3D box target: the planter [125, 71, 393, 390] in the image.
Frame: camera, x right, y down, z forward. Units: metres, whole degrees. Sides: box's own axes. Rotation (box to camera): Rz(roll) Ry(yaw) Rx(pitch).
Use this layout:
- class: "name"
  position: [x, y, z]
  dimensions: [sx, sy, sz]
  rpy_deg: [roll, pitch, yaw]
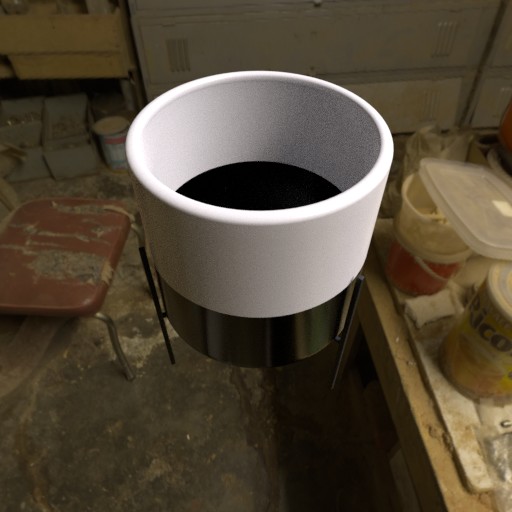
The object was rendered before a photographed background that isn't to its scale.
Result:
- class: "planter"
  position: [0.000, 0.000, 0.662]
  dimensions: [0.310, 0.432, 0.310]
  rpy_deg: [-4, 48, -4]
